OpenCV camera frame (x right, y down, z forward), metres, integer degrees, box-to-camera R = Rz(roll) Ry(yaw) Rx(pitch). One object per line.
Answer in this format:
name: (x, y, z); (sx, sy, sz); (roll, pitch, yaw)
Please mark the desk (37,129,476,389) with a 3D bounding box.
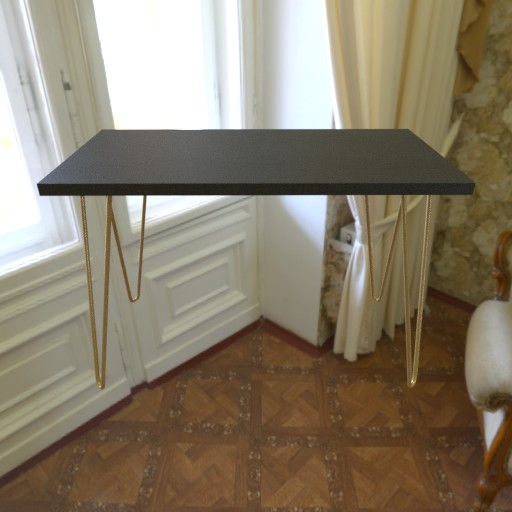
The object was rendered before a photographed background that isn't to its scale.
desk: (0.000, 0.000, 1.379); (0.991, 0.660, 0.499); (0, 30, 0)
